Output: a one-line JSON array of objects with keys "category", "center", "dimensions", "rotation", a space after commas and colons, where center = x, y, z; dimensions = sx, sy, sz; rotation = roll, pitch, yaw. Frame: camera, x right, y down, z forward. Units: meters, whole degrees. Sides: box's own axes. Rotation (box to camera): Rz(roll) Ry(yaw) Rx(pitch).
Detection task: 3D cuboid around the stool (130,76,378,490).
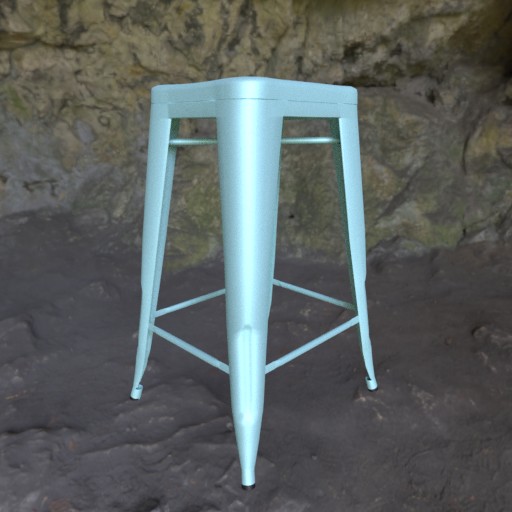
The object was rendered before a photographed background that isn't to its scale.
[{"category": "stool", "center": [0.000, 0.000, 0.851], "dimensions": [0.359, 0.609, 0.399], "rotation": [15, 22, 42]}]
